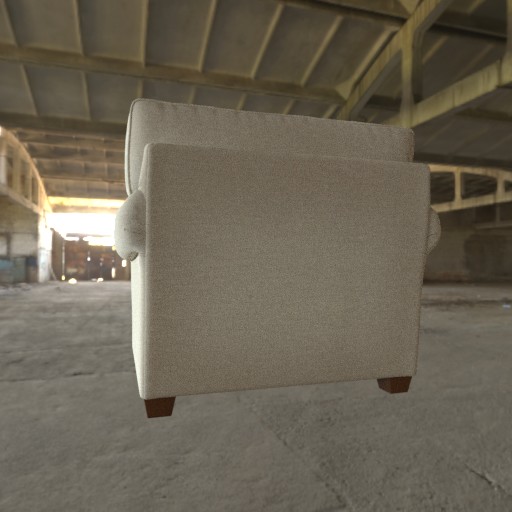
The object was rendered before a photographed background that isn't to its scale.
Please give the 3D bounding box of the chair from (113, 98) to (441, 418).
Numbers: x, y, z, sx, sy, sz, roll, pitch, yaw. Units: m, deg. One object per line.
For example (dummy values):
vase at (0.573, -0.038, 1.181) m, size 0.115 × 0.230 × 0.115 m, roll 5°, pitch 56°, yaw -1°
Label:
chair at (0.000, 0.000, 1.774) m, size 1.092 × 0.961 × 0.965 m, roll 0°, pitch -1°, yaw -17°
